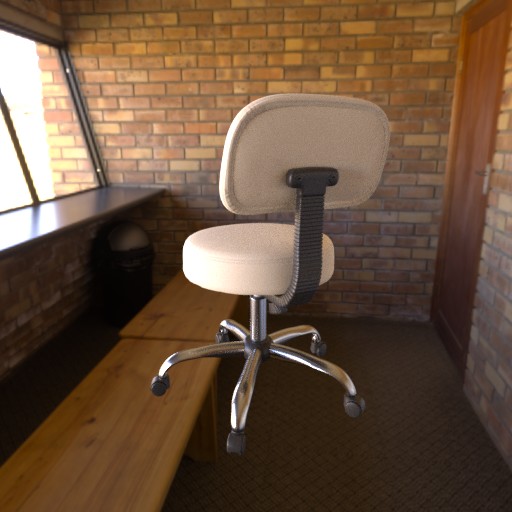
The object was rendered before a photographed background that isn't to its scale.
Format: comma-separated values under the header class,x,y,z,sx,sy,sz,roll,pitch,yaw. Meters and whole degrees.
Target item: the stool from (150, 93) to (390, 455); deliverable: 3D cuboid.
class,x,y,z,sx,sy,sz,roll,pitch,yaw
stool,0.000,0.000,1.245,0.609,0.810,0.616,-7,16,-24
